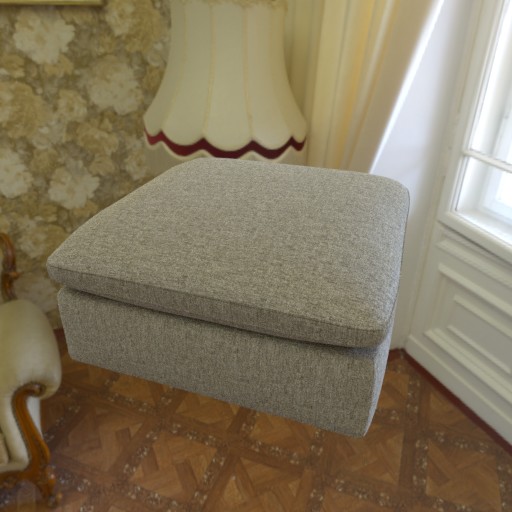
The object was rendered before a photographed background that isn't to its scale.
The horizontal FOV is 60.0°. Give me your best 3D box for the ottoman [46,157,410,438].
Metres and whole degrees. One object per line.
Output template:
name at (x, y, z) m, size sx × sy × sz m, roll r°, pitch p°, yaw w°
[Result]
ottoman at (0.000, 0.000, 1.647) m, size 1.035 × 0.526 × 1.039 m, roll 10°, pitch 31°, yaw 17°
